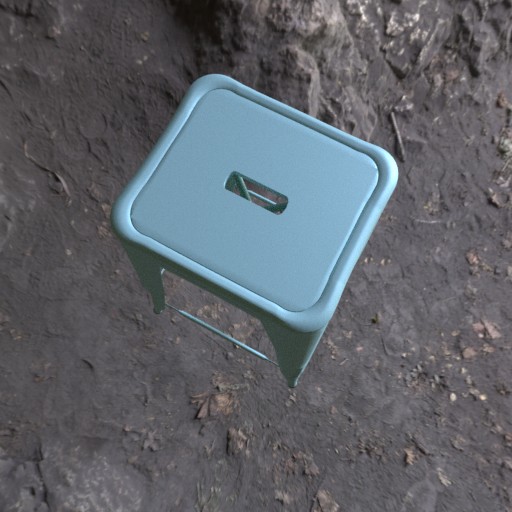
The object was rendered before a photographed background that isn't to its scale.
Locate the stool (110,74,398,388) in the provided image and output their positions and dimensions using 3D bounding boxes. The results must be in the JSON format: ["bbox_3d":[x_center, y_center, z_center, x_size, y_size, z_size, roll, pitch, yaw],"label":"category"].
[{"bbox_3d":[0.000,0.000,0.826,0.399,0.609,0.359,27,77,7],"label":"stool"}]
